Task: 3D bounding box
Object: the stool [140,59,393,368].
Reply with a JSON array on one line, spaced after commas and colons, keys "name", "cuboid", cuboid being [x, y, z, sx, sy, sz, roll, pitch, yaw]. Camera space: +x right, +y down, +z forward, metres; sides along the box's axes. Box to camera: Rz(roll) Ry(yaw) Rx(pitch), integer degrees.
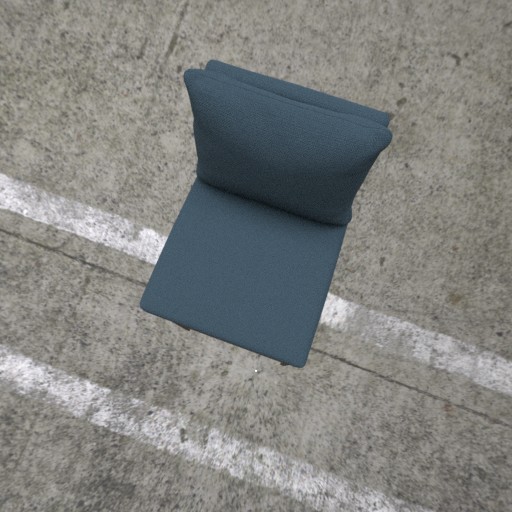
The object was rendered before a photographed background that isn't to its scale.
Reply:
[{"name": "stool", "cuboid": [0.000, 0.000, 1.383, 0.463, 1.124, 0.568, 19, 76, 5]}]
